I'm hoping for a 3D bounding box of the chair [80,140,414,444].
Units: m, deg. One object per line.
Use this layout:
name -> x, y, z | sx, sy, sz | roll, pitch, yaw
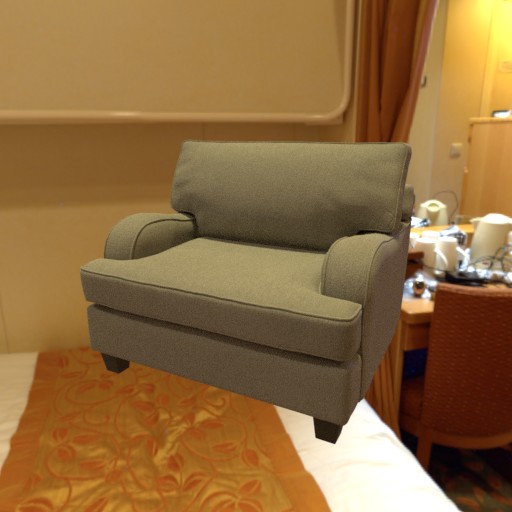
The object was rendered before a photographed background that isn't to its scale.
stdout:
chair -> 0.000, 0.000, 2.036 | 1.220, 1.016, 1.041 | 8, 17, 27
